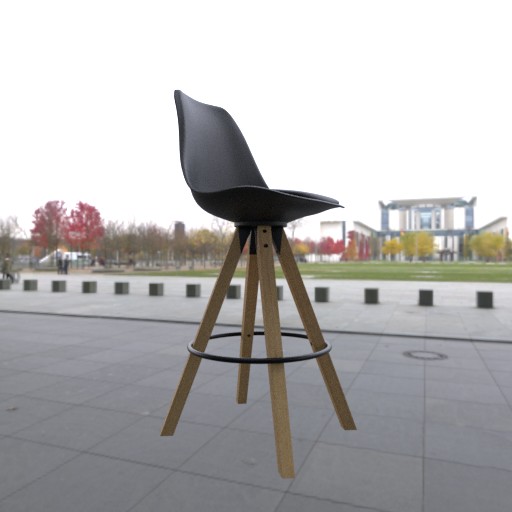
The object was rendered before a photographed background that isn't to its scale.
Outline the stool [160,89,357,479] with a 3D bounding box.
[{"bbox_3d":[0.000,0.000,1.418,0.550,1.115,0.485,0,0,36],"label":"stool"}]
